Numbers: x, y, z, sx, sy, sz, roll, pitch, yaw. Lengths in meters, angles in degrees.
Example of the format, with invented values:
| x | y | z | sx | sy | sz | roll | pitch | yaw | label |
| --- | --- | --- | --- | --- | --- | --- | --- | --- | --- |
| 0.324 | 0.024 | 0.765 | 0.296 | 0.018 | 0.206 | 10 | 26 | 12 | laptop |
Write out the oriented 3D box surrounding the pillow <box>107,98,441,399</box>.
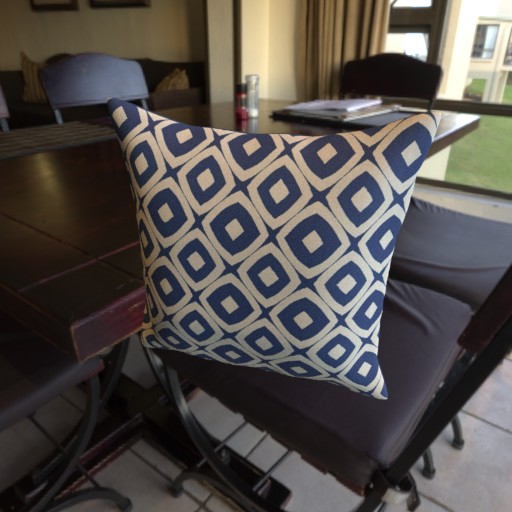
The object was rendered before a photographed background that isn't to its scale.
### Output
| x | y | z | sx | sy | sz | roll | pitch | yaw | label |
| --- | --- | --- | --- | --- | --- | --- | --- | --- | --- |
| 0.000 | 0.000 | 0.751 | 0.504 | 0.494 | 0.188 | 8 | 28 | 16 | pillow |
